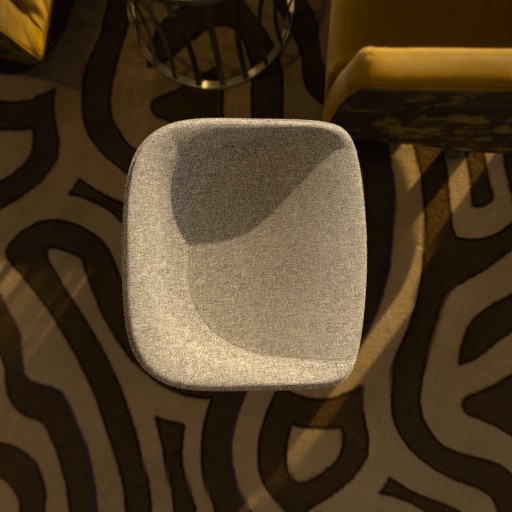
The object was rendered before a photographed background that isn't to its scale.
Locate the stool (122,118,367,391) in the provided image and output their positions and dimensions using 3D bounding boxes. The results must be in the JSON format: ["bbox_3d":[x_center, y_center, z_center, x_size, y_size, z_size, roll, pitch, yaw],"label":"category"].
[{"bbox_3d":[0.000,0.000,1.102,0.480,0.814,0.469,0,90,0],"label":"stool"}]
